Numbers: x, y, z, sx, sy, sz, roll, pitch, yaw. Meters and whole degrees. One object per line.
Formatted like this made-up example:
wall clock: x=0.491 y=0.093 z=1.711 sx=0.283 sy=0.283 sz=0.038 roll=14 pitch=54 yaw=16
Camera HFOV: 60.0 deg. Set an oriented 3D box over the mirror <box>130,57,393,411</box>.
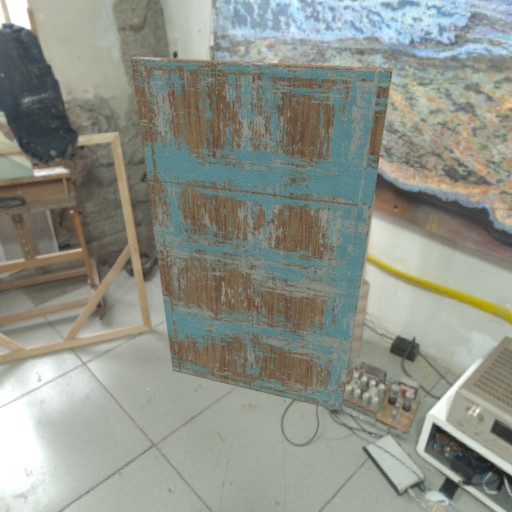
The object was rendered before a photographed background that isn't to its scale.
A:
mirror: x=0.000 y=0.000 z=1.498 sx=0.707 sy=1.213 sz=0.083 roll=9 pitch=33 yaw=14
